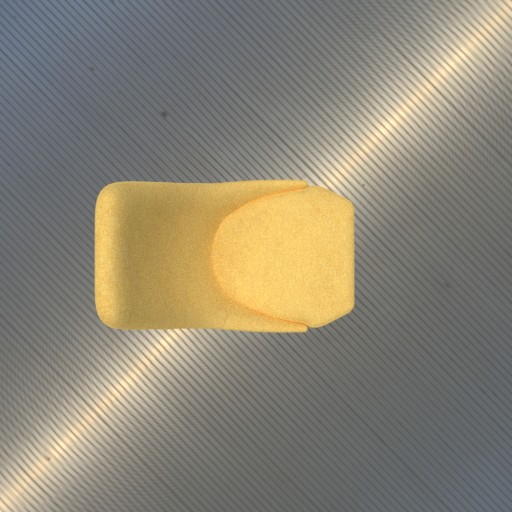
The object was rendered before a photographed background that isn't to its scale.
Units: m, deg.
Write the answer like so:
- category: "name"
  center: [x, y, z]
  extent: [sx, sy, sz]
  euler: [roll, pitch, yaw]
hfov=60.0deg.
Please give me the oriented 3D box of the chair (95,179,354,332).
- category: "chair"
  center: [0.000, 0.000, 1.417]
  extent: [0.660, 1.040, 0.510]
  euler: [0, 90, 0]
